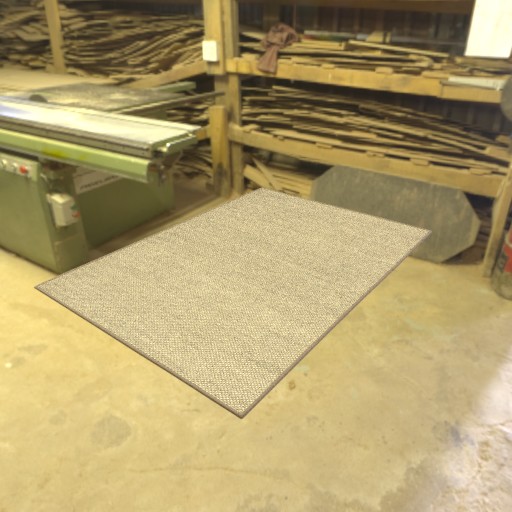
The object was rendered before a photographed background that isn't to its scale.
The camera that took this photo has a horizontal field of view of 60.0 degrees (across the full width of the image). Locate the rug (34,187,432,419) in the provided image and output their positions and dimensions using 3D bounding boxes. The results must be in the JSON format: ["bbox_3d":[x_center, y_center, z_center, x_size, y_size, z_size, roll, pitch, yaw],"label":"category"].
[{"bbox_3d":[0.000,0.000,2.801,1.517,0.013,2.115,20,34,33],"label":"rug"}]
